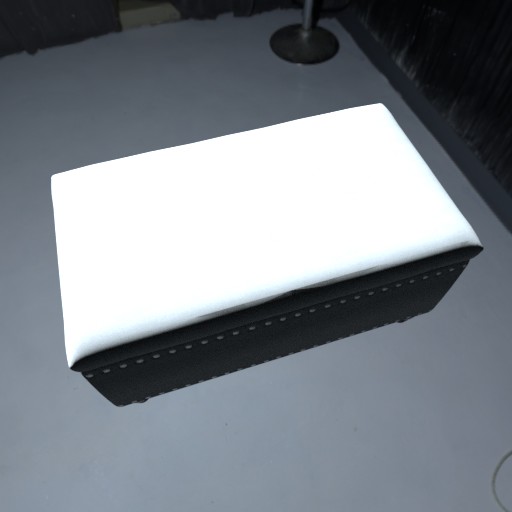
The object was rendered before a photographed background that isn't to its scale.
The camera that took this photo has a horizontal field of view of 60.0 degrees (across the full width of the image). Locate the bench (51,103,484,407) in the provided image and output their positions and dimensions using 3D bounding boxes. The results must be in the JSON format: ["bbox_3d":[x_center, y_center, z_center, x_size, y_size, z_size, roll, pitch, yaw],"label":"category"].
[{"bbox_3d":[0.000,0.000,1.177,0.887,0.449,0.500,-15,59,-9],"label":"bench"}]
